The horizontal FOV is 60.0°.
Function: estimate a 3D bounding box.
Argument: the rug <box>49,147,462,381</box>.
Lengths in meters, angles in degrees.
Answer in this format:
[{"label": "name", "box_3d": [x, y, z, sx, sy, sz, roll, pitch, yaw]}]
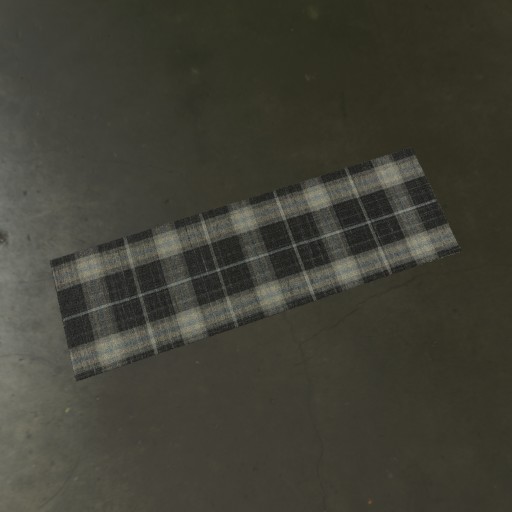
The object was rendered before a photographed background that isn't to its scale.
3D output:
[{"label": "rug", "box_3d": [0.000, 0.000, 2.733, 2.434, 0.012, 0.760, -18, 75, -5]}]
